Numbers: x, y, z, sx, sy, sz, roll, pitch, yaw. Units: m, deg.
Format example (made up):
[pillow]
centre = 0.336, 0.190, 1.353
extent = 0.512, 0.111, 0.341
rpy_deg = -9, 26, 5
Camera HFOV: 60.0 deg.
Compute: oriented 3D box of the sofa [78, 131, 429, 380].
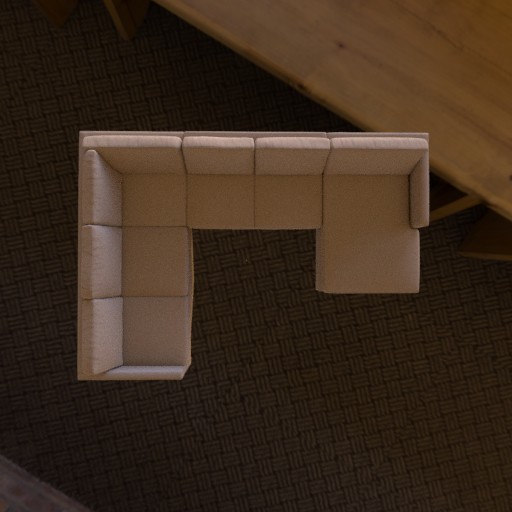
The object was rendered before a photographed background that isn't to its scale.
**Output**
[sofa]
centre = 0.000, 0.000, 4.570
extent = 3.460, 0.882, 2.427
rpy_deg = 0, 89, -1
